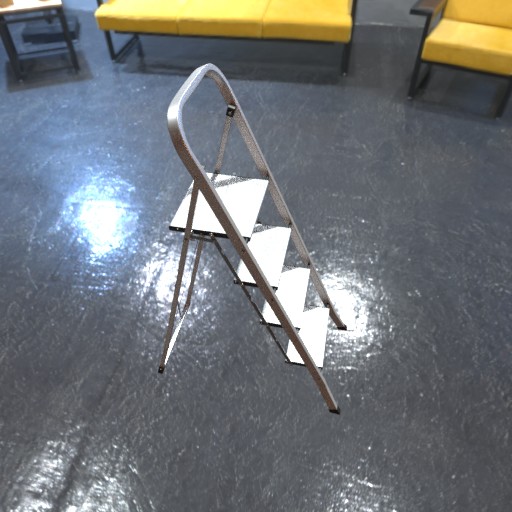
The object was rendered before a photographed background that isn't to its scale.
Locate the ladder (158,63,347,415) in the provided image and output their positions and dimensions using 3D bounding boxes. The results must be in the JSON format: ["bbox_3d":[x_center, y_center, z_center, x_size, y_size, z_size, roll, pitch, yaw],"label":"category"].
[{"bbox_3d":[0.000,0.000,1.647,0.830,1.290,0.465,9,46,8],"label":"ladder"}]
